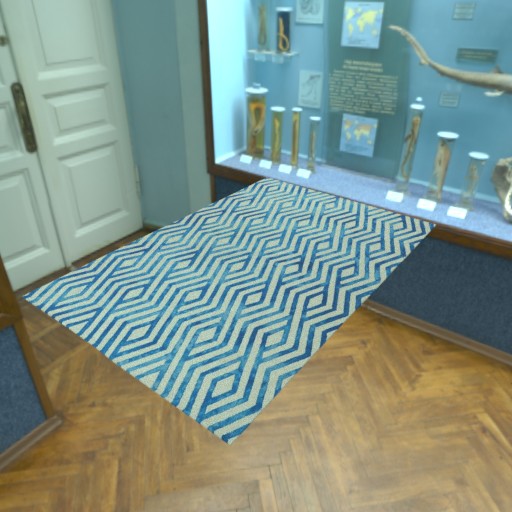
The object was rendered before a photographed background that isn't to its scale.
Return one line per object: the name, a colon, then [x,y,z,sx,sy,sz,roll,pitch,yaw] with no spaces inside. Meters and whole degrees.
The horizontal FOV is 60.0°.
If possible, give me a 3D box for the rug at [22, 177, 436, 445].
rug: [0.000,0.000,2.271,1.225,0.008,1.830,22,37,32]
